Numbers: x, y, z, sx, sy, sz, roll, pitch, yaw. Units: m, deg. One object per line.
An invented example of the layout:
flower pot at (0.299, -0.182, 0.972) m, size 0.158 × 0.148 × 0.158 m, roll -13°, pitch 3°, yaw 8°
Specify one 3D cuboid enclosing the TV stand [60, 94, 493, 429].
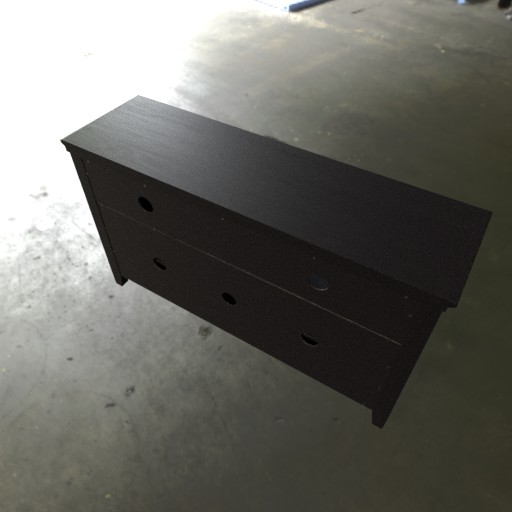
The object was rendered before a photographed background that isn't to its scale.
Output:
TV stand at (0.000, 0.000, 1.483) m, size 1.198 × 0.681 × 0.347 m, roll 24°, pitch 51°, yaw 21°
